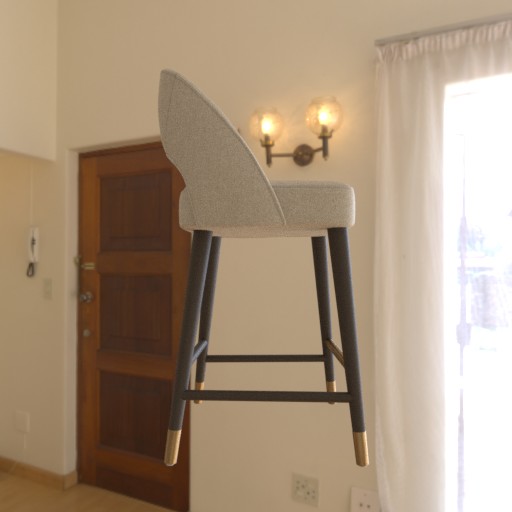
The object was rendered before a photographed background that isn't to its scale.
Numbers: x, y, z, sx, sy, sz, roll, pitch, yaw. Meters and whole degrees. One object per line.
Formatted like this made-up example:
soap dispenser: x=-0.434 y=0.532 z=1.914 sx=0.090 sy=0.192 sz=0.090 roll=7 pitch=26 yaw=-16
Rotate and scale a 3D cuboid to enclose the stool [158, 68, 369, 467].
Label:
stool: x=0.000 y=0.000 z=1.212 sx=0.509 sy=0.940 sz=0.494 roll=0 pitch=-1 yaw=1
